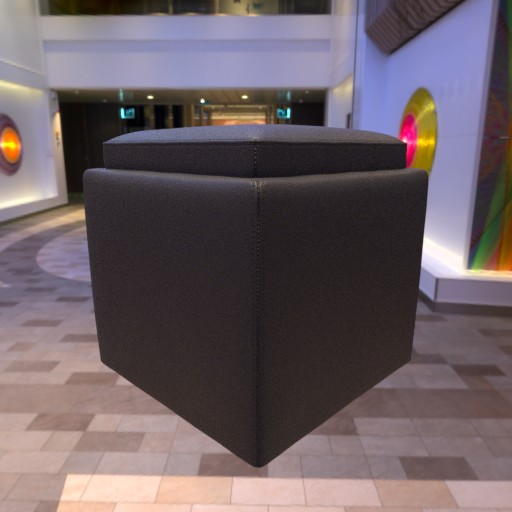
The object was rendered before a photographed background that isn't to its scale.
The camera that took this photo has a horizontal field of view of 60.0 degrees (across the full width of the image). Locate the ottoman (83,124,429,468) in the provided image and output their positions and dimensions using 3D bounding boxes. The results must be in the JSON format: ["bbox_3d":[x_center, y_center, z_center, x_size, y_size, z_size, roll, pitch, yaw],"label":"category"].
[{"bbox_3d":[0.000,0.000,0.820,0.450,0.460,0.451,13,19,43],"label":"ottoman"}]
